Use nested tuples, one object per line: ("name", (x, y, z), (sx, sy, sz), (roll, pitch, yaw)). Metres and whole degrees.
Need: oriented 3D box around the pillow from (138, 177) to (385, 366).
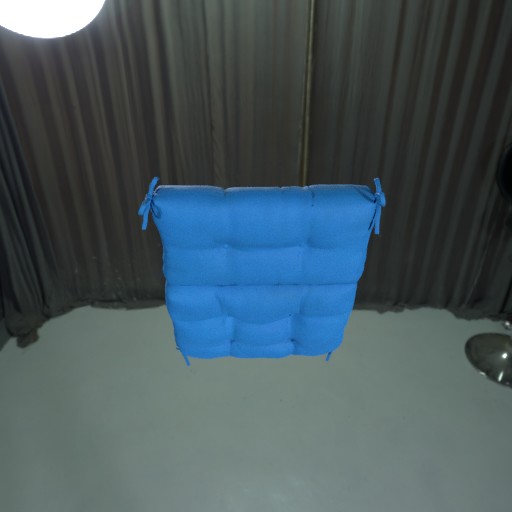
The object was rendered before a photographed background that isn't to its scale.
("pillow", (0.000, 0.000, 1.511), (0.526, 0.863, 1.016), (-1, 29, -1))
